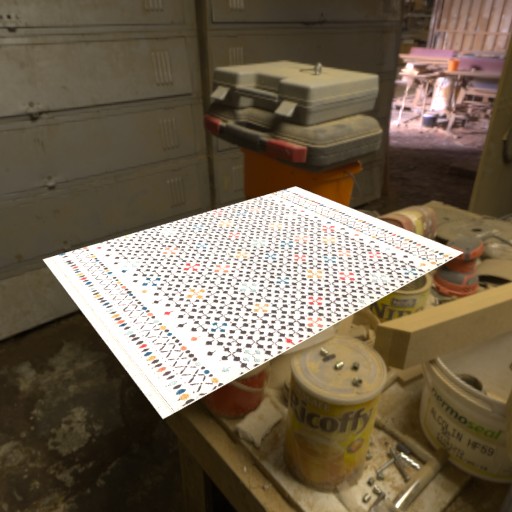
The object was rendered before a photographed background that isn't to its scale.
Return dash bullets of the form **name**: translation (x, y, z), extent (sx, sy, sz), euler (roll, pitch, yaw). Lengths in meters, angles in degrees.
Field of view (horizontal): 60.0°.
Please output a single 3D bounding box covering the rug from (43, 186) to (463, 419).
- **rug**: translation (0.000, 0.000, 4.182), extent (3.196, 0.007, 2.354), euler (-21, 35, -33)
